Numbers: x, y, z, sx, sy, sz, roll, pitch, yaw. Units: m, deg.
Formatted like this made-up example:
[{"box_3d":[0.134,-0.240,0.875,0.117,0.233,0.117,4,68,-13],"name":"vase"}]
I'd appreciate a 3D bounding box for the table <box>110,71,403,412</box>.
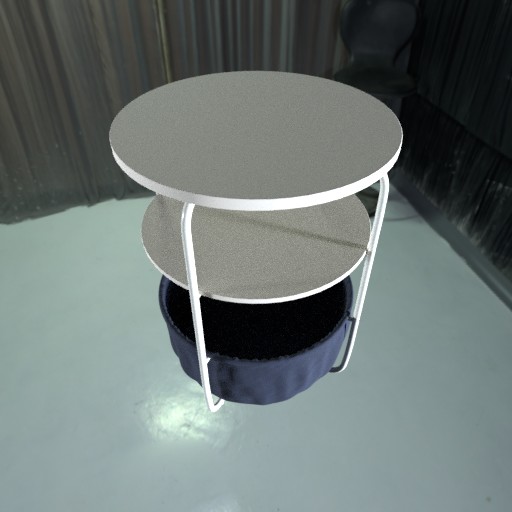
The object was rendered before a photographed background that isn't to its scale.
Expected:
[{"box_3d":[0.000,0.000,0.827,0.418,0.532,0.418,-13,43,-14],"name":"table"}]
